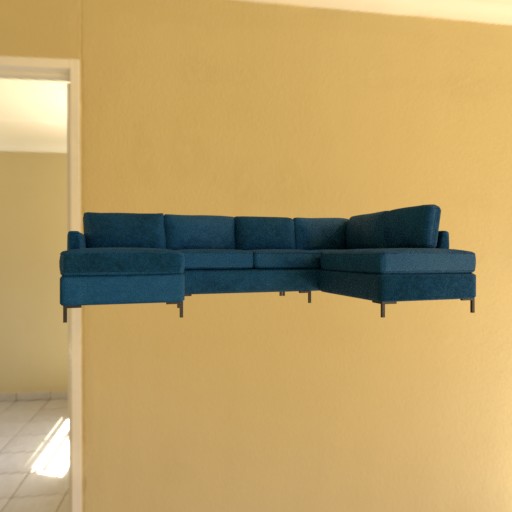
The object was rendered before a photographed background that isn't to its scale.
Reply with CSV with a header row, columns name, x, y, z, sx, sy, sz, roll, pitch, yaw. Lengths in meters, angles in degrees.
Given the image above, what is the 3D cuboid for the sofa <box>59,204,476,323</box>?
name,x,y,z,sx,sy,sz,roll,pitch,yaw
sofa,0.000,0.000,4.306,3.434,0.992,2.055,0,0,-18
